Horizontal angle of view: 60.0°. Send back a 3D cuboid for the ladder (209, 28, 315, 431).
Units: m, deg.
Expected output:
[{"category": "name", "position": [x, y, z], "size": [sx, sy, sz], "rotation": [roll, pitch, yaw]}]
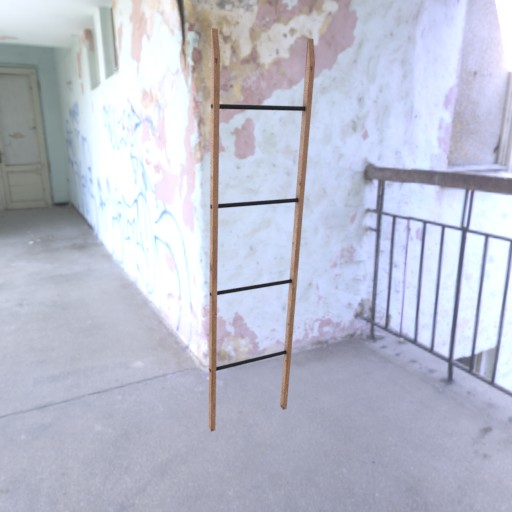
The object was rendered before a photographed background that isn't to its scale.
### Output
[{"category": "ladder", "position": [0.000, 0.000, 2.007], "size": [0.442, 1.805, 0.200], "rotation": [-8, 17, -25]}]
